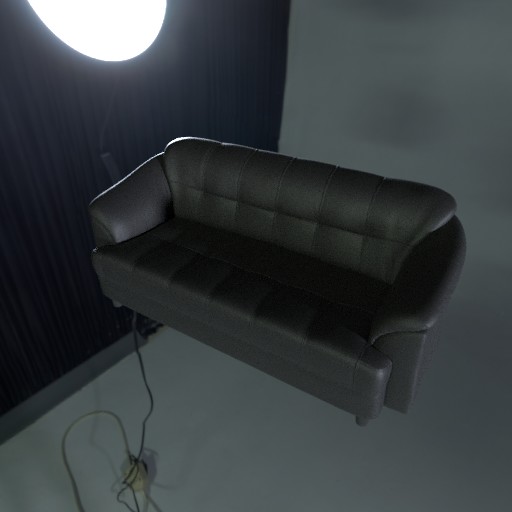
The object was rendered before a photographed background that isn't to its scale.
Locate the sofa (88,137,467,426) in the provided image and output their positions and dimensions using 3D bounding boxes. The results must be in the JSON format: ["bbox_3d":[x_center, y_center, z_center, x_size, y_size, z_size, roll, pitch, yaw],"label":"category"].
[{"bbox_3d":[0.000,0.000,2.204,1.829,0.811,0.800,19,35,28],"label":"sofa"}]
